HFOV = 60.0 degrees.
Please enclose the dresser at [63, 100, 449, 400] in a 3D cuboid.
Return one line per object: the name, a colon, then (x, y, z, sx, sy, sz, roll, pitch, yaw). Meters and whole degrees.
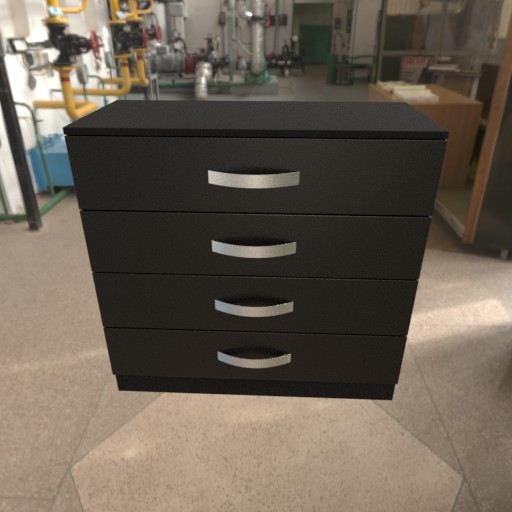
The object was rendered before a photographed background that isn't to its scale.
dresser: (0.000, 0.000, 1.162, 0.750, 0.720, 0.360, 1, 28, 2)
